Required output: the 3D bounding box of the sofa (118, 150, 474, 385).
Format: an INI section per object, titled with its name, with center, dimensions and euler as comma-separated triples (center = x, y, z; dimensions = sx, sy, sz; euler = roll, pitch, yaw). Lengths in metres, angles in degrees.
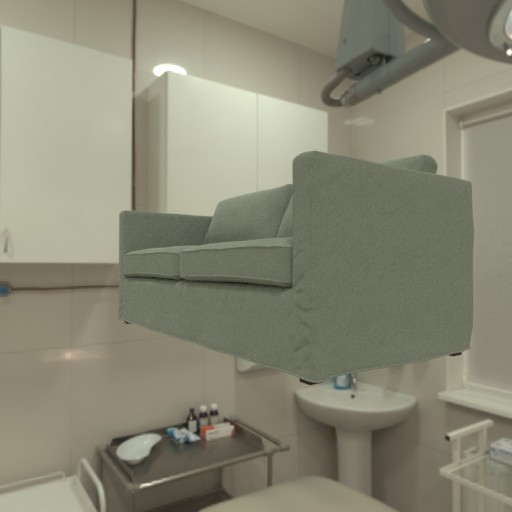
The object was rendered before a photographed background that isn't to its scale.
[sofa]
center = 0.000, 0.000, 2.429
dimensions = 0.940, 0.870, 1.987
euler = 1, -1, -34
